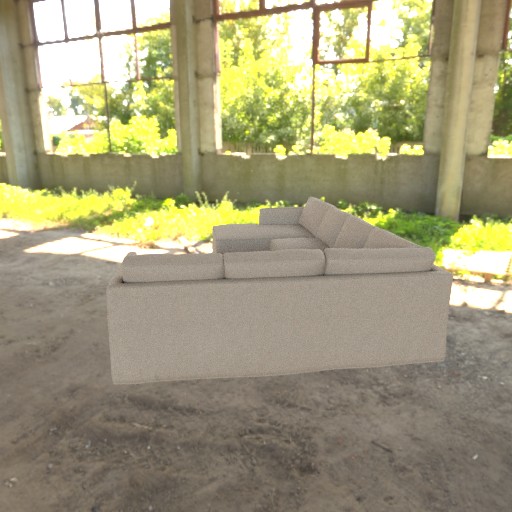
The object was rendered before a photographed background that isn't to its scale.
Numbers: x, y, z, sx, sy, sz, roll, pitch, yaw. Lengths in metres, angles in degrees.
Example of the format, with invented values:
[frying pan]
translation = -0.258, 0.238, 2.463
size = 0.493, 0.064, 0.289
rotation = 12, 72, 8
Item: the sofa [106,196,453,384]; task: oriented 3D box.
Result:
[sofa]
translation = 0.000, 0.000, 4.727
size = 2.476, 0.878, 3.528
rotation = -2, 14, -8
